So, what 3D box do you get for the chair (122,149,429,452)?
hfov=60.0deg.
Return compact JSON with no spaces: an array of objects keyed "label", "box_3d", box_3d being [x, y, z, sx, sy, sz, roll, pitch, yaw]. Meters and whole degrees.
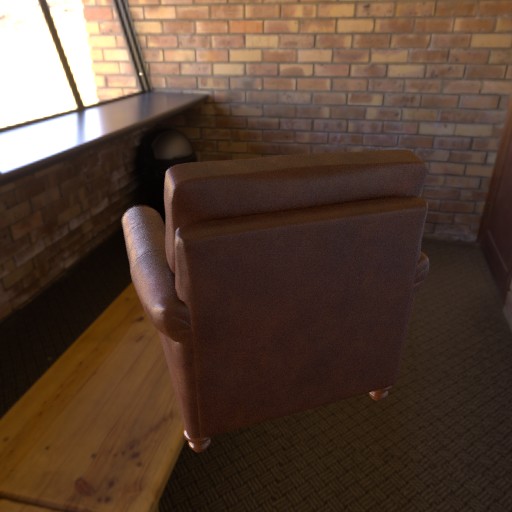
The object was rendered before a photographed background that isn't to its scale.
[{"label":"chair","box_3d":[0.000,0.000,1.783,0.989,0.972,0.992,-9,28,-18]}]
